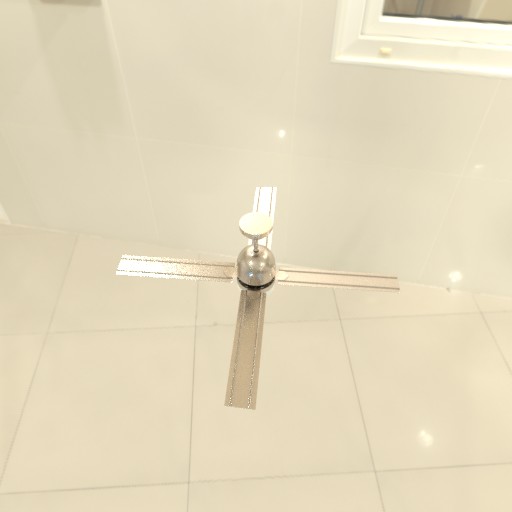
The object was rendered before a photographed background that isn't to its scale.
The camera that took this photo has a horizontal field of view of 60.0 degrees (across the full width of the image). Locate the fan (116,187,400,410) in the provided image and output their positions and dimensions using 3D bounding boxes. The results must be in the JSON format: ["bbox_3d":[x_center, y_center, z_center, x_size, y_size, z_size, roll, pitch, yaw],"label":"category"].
[{"bbox_3d":[0.000,0.000,2.036,1.346,0.406,1.346,3,46,3],"label":"fan"}]
